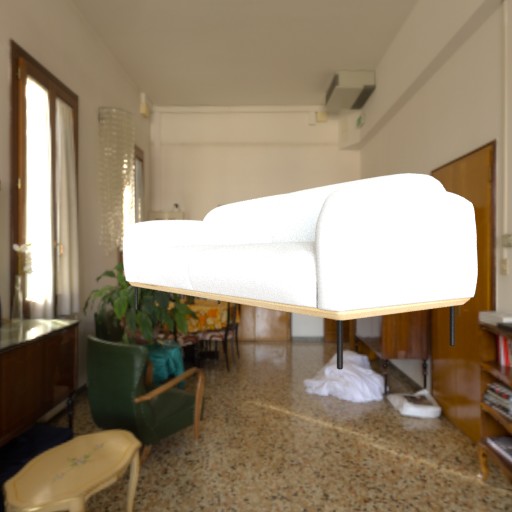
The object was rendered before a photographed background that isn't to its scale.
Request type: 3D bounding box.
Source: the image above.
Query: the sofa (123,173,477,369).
[{"bbox_3d":[0.000,0.000,2.561,0.880,0.780,2.257,0,0,-35],"label":"sofa"}]
